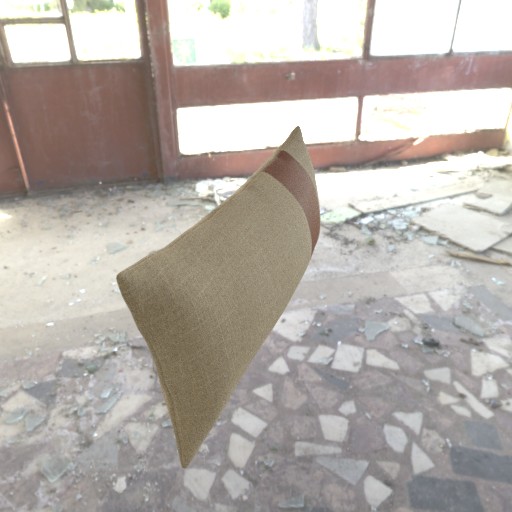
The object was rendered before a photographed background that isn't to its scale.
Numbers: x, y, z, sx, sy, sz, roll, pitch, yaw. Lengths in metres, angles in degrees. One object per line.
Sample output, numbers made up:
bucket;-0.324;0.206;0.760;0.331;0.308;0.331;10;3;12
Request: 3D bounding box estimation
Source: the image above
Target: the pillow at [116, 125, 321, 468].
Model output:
pillow;0.000;0.000;0.738;0.155;0.282;0.612;11;33;18
